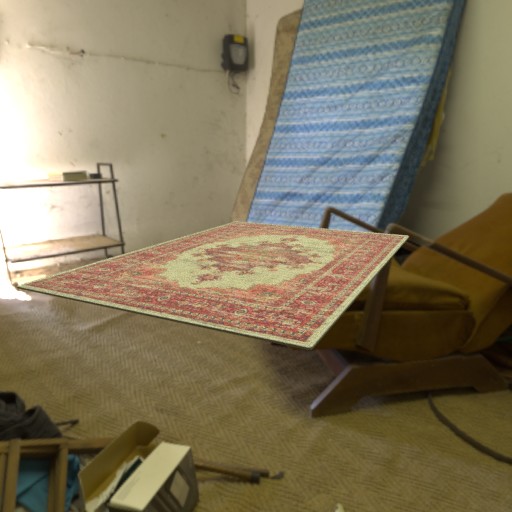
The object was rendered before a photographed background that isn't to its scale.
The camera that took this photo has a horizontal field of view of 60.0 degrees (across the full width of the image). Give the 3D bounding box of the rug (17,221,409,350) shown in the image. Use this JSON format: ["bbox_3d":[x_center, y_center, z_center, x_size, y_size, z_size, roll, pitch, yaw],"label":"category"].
[{"bbox_3d":[0.000,0.000,2.220,1.217,0.011,1.747,7,15,26],"label":"rug"}]
